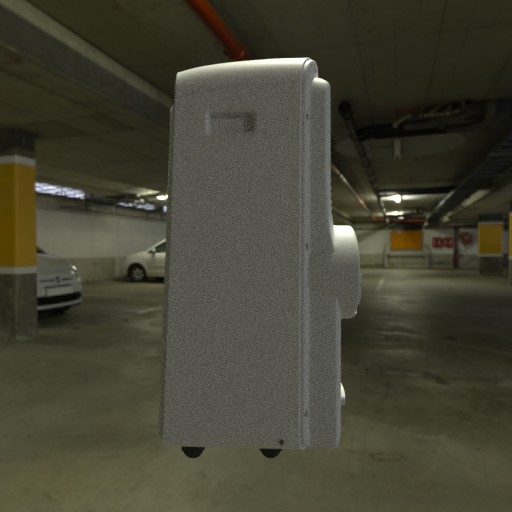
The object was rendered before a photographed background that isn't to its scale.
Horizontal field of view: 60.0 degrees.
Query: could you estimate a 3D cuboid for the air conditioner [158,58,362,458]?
[{"bbox_3d":[0.000,0.000,0.946,0.365,0.700,0.454,0,1,0],"label":"air conditioner"}]
